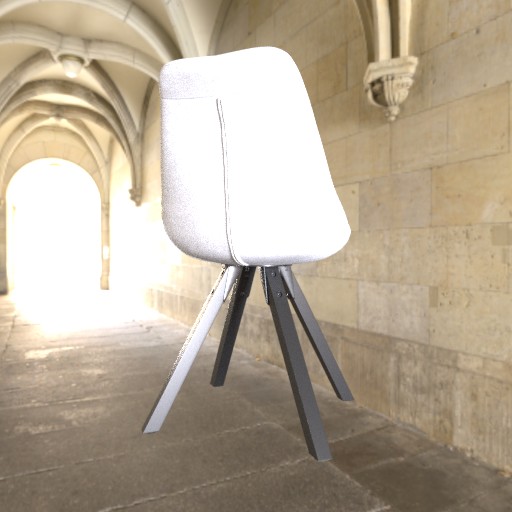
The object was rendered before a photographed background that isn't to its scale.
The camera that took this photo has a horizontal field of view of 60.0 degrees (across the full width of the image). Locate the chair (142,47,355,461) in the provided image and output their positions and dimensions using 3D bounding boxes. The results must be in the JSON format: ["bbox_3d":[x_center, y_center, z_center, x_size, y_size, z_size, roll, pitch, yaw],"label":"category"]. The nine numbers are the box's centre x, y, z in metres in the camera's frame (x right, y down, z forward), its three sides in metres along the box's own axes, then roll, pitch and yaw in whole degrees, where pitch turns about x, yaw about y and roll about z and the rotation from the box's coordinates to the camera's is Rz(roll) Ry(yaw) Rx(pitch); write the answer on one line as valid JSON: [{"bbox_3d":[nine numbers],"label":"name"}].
[{"bbox_3d":[0.000,0.000,1.167,0.485,0.850,0.550,0,1,18],"label":"chair"}]
